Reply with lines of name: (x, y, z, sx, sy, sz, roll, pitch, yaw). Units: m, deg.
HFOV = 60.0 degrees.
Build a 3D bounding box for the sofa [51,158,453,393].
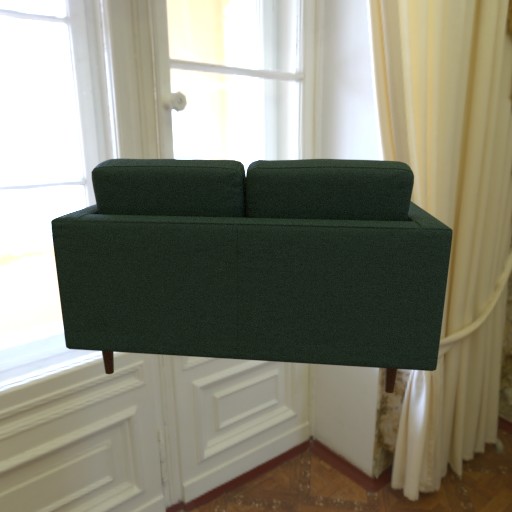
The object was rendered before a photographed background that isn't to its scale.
sofa: (0.000, 0.000, 2.033, 1.430, 0.899, 0.879, 2, 16, 7)
